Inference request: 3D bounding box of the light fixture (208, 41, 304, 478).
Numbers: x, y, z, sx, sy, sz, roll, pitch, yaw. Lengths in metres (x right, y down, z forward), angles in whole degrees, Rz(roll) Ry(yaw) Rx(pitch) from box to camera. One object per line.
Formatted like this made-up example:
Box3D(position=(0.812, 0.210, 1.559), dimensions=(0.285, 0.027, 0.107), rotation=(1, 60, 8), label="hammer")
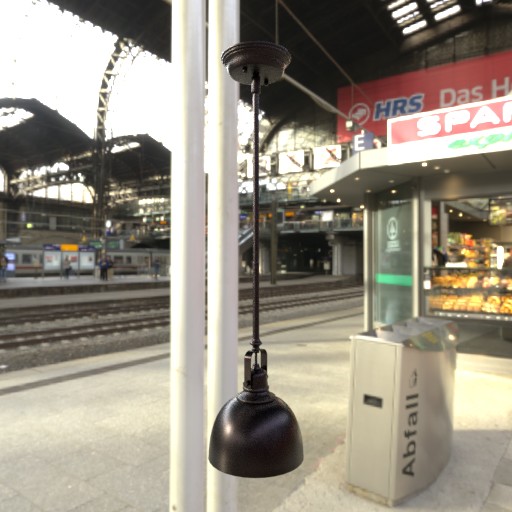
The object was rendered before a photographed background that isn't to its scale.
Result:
Box3D(position=(0.000, 0.000, 0.855), dimensions=(0.182, 0.768, 0.182), rotation=(-1, -1, 35), label="light fixture")
